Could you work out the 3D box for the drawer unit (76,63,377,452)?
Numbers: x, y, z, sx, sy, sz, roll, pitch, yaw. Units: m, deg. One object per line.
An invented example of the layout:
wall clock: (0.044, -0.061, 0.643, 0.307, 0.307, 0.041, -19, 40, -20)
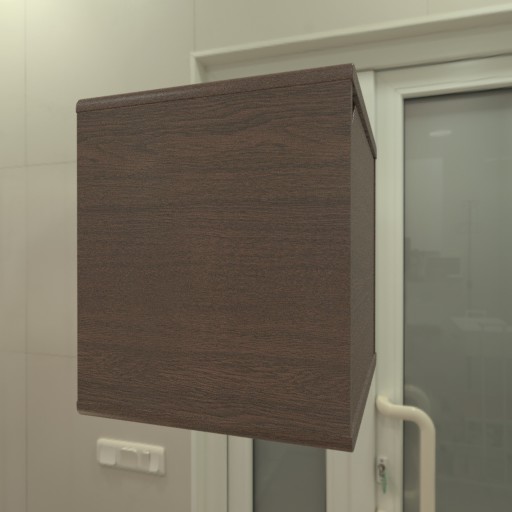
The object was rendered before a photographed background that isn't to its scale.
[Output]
drawer unit: (0.000, 0.000, 0.589, 0.290, 0.344, 0.344, 0, 0, 19)
